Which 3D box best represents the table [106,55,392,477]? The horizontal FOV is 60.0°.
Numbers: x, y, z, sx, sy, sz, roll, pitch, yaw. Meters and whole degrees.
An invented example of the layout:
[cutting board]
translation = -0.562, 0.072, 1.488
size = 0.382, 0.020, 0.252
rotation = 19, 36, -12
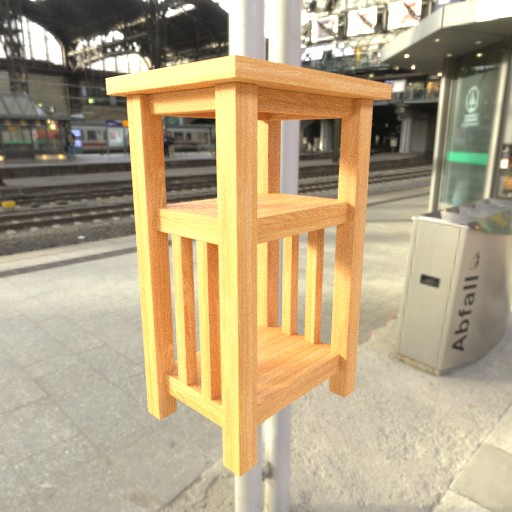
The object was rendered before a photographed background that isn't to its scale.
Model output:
[table]
translation = 0.000, 0.000, 0.745
size = 0.270, 0.550, 0.350
rotation = 13, 20, 41
